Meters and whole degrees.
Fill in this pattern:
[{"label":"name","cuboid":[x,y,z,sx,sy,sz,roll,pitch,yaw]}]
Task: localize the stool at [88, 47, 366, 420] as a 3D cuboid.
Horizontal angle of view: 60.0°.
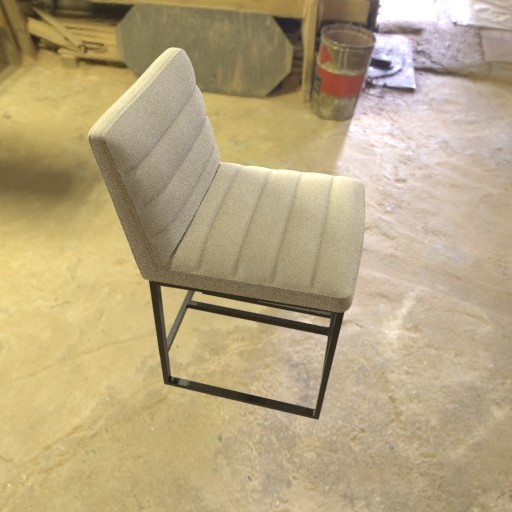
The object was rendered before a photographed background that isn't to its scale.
[{"label":"stool","cuboid":[0.000,0.000,1.276,0.567,0.971,0.459,10,47,9]}]
